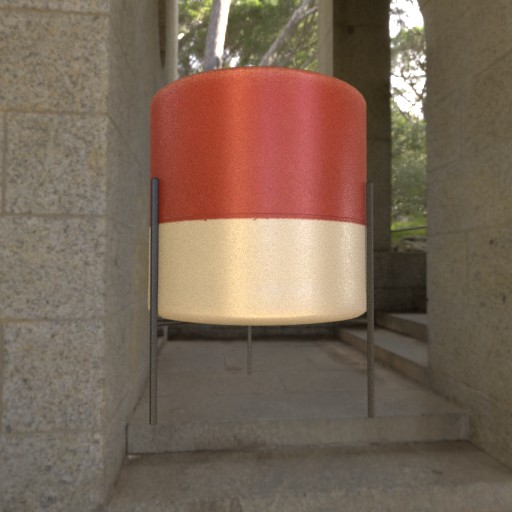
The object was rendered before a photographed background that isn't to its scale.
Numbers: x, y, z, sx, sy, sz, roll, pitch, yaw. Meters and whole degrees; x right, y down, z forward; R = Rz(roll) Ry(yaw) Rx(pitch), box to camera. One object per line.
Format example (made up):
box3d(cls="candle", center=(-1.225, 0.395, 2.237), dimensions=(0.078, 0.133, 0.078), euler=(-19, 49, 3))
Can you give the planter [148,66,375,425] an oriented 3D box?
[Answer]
box3d(cls="planter", center=(0.000, 0.000, 0.711), dimensions=(0.354, 0.465, 0.345), euler=(1, -2, -35))
